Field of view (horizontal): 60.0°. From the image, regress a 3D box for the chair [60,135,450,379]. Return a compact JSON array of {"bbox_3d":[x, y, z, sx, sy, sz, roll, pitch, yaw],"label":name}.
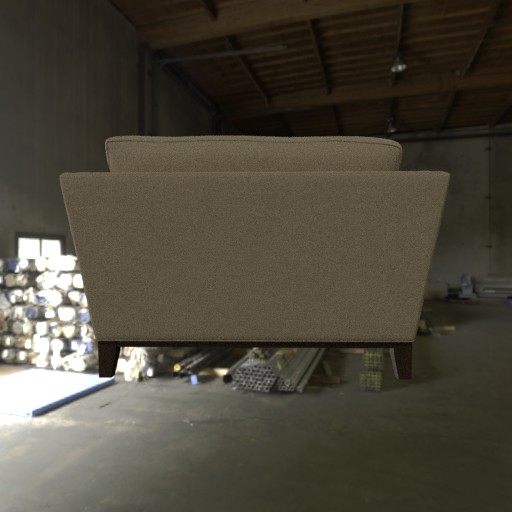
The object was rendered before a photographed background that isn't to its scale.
[{"bbox_3d":[0.000,0.000,2.050,1.397,0.940,0.965,0,0,1],"label":"chair"}]
